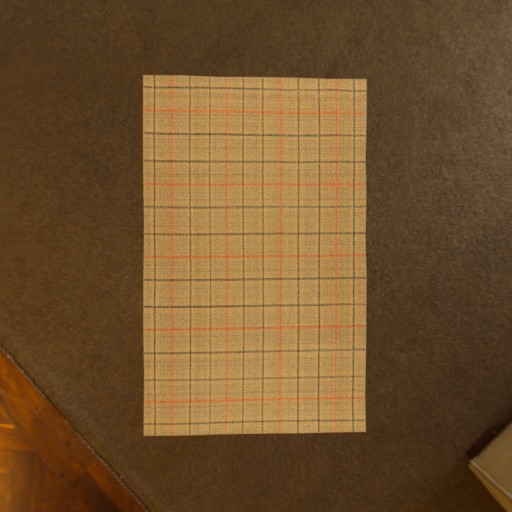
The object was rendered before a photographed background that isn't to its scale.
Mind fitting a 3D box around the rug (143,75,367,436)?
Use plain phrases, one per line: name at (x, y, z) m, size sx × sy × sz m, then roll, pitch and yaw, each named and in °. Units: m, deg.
rug at (0.000, 0.000, 3.029) m, size 1.524 × 0.015 × 2.439 m, roll 0°, pitch 90°, yaw -3°
